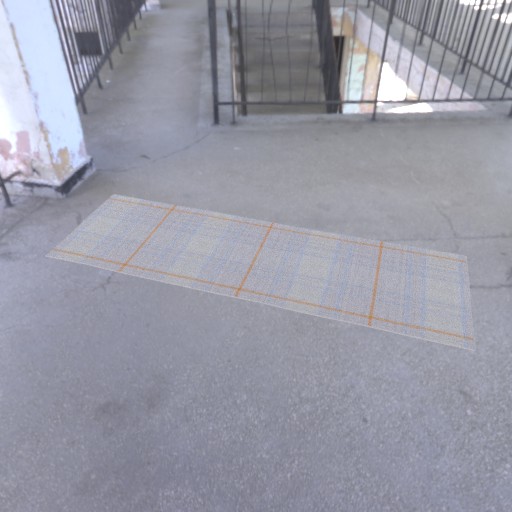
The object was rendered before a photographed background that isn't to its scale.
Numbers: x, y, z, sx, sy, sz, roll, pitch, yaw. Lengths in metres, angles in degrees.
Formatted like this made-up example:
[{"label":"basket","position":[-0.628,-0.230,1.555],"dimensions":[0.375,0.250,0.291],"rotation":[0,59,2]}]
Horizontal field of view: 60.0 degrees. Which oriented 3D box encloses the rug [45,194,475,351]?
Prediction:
[{"label":"rug","position":[0.000,0.000,2.693],"dimensions":[2.442,0.016,0.770],"rotation":[11,40,14]}]
